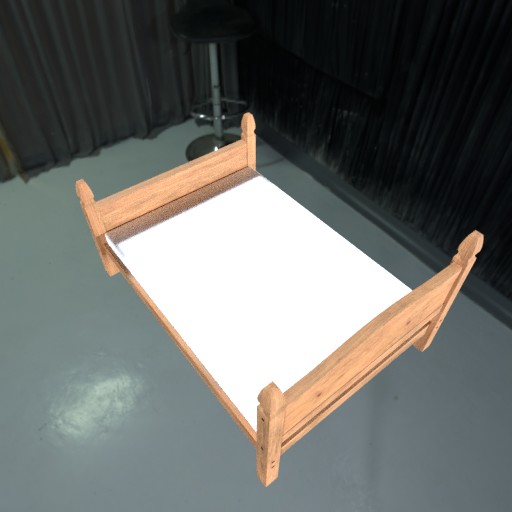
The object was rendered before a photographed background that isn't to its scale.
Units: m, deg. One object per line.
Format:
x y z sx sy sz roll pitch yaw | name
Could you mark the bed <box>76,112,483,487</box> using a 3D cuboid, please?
0.000 0.000 2.961 1.490 1.100 2.069 -30 54 -25 | bed
